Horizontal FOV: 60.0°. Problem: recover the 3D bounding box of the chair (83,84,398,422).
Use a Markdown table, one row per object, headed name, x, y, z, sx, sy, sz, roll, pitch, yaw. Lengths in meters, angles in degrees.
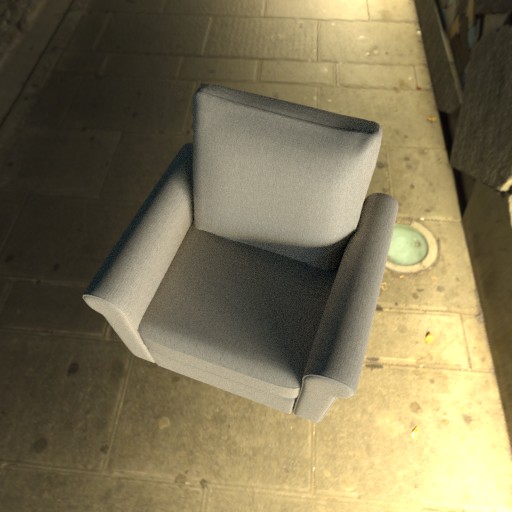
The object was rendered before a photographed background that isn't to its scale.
| name | x | y | z | sx | sy | sz | roll | pitch | yaw |
| --- | --- | --- | --- | --- | --- | --- | --- | --- | --- |
| chair | 0.000 | 0.000 | 2.313 | 1.275 | 1.349 | 1.180 | 17 | 59 | 11 |
